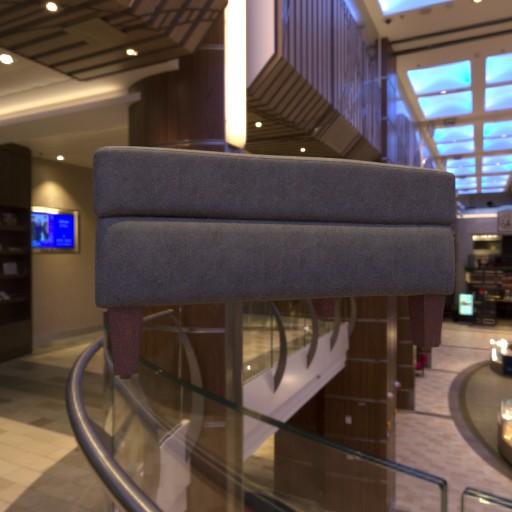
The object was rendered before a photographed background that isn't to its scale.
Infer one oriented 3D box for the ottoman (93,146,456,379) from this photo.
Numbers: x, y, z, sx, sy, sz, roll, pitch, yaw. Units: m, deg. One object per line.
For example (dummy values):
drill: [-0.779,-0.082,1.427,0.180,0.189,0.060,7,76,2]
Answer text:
ottoman: [0.000,0.000,1.227,0.839,0.464,0.639,0,1,-19]
